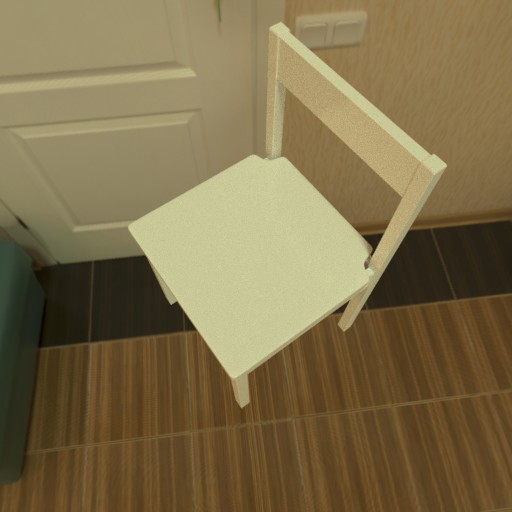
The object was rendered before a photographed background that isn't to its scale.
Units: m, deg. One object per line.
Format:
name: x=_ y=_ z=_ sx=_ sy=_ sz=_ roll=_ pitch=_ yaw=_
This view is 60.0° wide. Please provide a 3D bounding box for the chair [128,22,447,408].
chair: x=0.000 y=0.000 z=0.888 sx=0.361 sy=0.668 sz=0.367 roll=-33 pitch=67 yaw=-16
